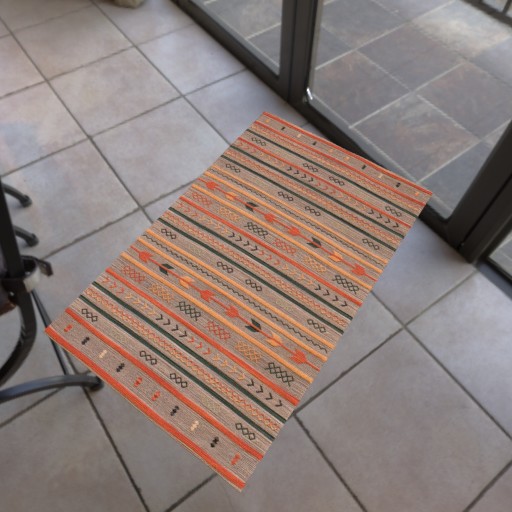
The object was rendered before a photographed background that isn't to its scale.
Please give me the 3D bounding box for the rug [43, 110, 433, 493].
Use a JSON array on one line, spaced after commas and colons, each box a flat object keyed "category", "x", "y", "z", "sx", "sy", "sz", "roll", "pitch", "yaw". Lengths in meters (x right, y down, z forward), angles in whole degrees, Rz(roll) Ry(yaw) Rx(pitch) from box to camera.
[{"category": "rug", "x": 0.000, "y": 0.000, "z": 3.037, "sx": 1.537, "sy": 0.029, "sz": 2.439, "roll": 31, "pitch": 64, "yaw": 17}]
